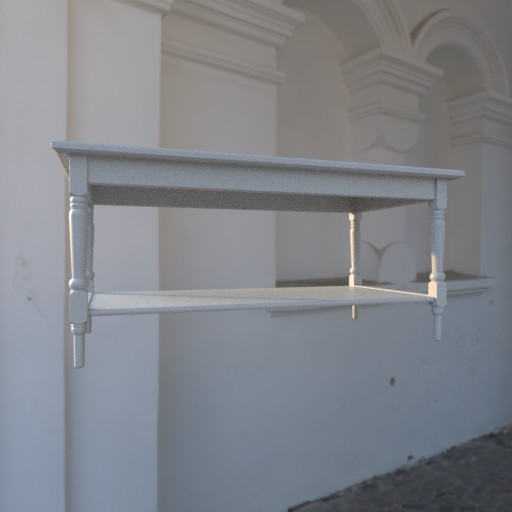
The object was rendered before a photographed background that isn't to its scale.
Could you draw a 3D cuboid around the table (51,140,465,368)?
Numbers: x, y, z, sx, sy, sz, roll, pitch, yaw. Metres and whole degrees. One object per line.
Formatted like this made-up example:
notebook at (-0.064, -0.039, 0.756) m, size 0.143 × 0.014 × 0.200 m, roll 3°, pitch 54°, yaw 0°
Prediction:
table at (0.000, 0.000, 1.386) m, size 1.109 × 0.506 × 0.551 m, roll 0°, pitch 0°, yaw -19°
